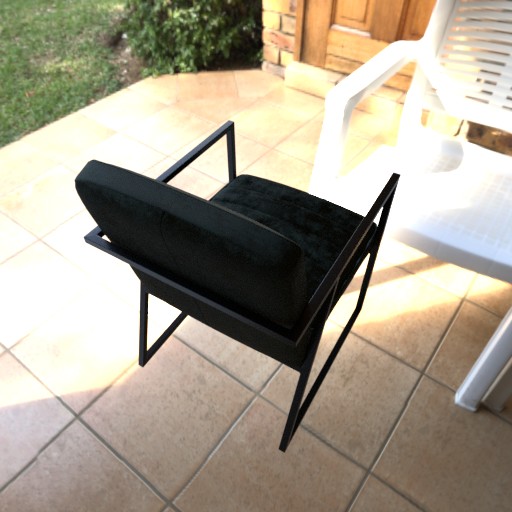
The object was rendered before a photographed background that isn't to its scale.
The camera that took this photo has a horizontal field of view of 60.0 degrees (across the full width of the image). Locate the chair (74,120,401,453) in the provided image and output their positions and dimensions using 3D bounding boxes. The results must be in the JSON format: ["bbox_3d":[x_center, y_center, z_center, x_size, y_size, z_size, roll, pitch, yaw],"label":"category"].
[{"bbox_3d":[0.000,0.000,1.295,0.571,0.833,0.677,24,51,21],"label":"chair"}]
